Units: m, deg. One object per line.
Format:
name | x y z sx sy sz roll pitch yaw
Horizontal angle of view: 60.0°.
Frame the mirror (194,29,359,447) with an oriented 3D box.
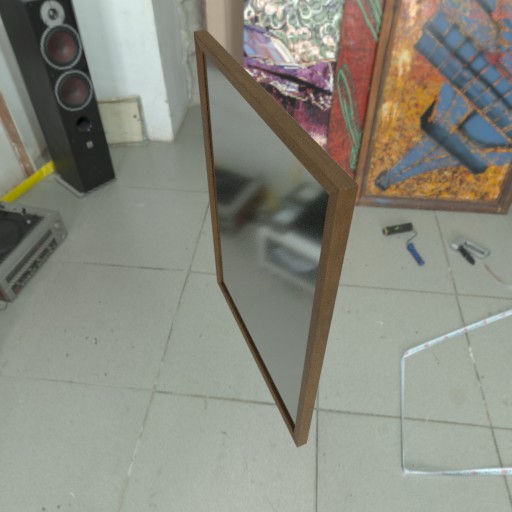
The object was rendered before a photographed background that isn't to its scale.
mirror | 0.000 0.000 1.306 0.040 1.016 0.762 -17 48 -16
